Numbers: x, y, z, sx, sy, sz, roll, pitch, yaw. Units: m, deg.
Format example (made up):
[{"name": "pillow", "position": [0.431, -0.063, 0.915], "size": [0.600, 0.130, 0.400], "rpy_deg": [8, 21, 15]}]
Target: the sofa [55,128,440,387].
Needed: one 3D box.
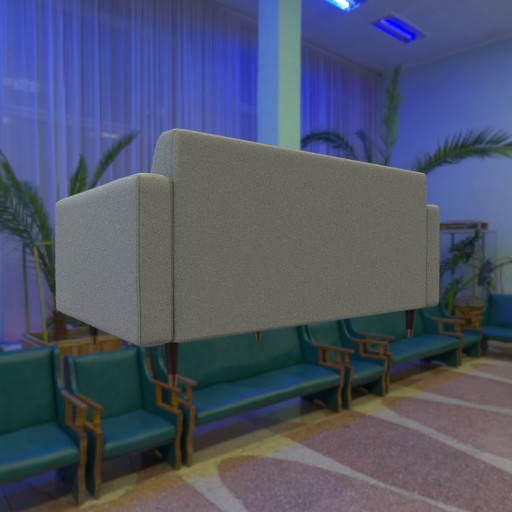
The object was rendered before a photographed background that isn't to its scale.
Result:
[{"name": "sofa", "position": [0.000, 0.000, 2.085], "size": [1.585, 0.801, 0.950], "rpy_deg": [-1, 1, -37]}]
